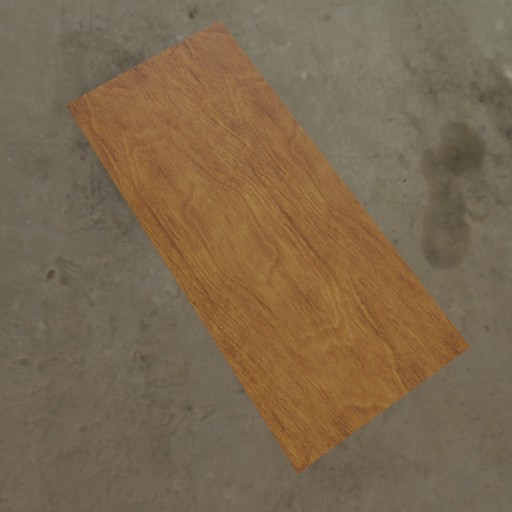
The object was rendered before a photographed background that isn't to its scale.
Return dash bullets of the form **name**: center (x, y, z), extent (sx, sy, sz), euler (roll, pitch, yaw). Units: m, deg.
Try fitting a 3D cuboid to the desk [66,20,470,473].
- **desk**: center (0.000, 0.000, 1.406), extent (0.470, 0.762, 1.016), euler (-33, 78, -8)
